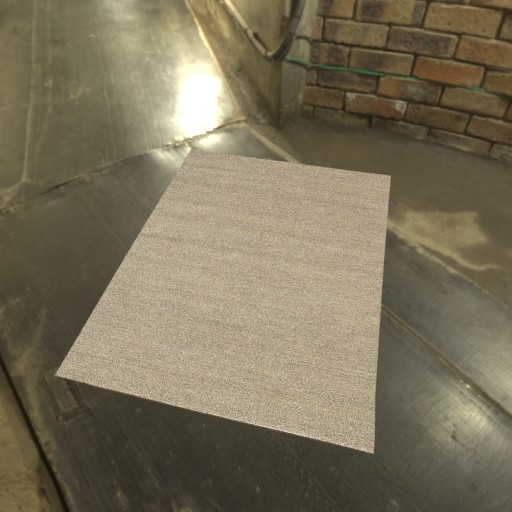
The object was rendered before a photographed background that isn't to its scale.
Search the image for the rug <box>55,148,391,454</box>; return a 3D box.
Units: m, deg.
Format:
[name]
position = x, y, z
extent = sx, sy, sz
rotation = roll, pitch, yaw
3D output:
[rug]
position = 0.000, 0.000, 4.832
extent = 2.757, 0.051, 3.626
rotation = 10, 48, 9
